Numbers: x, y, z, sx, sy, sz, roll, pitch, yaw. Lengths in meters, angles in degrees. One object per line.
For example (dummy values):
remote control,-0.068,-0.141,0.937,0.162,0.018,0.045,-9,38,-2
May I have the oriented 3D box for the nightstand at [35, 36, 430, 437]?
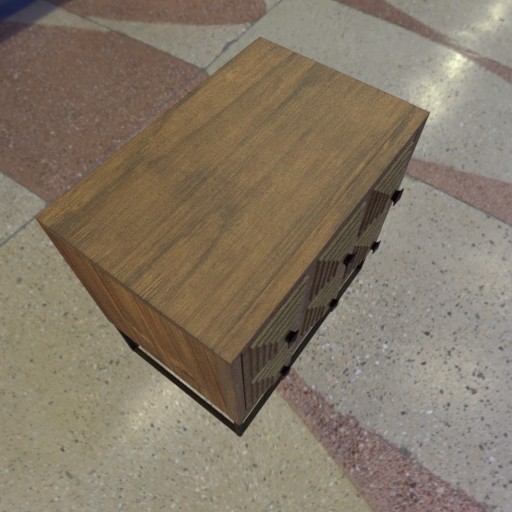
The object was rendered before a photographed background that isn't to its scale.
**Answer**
nightstand,0.000,0.000,1.030,0.437,0.610,0.610,32,64,18
